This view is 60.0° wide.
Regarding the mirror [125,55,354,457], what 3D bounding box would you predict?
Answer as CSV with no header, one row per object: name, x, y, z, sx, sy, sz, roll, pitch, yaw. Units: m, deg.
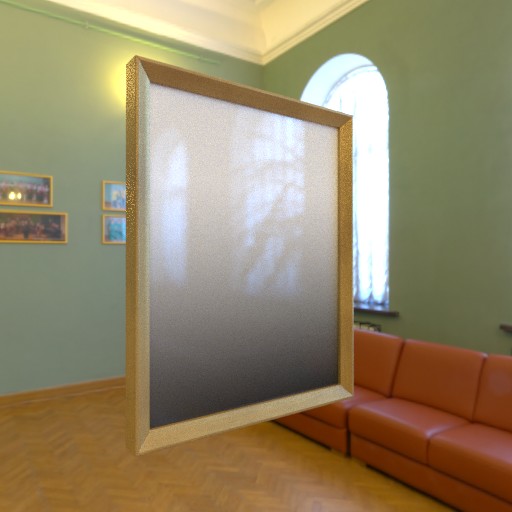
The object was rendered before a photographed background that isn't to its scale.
mirror,0.000,0.000,0.695,0.406,0.509,0.041,0,0,-36
